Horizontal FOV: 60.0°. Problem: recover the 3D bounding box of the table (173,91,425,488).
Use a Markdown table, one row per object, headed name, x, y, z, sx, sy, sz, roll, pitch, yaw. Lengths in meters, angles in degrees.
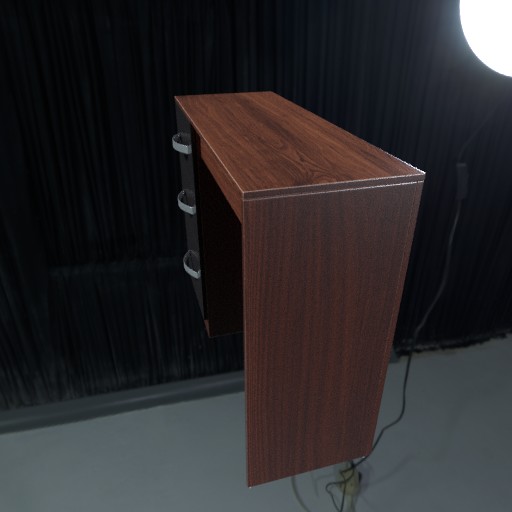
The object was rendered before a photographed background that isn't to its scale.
| name | x | y | z | sx | sy | sz | roll | pitch | yaw |
| --- | --- | --- | --- | --- | --- | --- | --- | --- | --- |
| table | 0.000 | 0.000 | 1.345 | 0.380 | 0.790 | 0.930 | -8 | 30 | -14 |
